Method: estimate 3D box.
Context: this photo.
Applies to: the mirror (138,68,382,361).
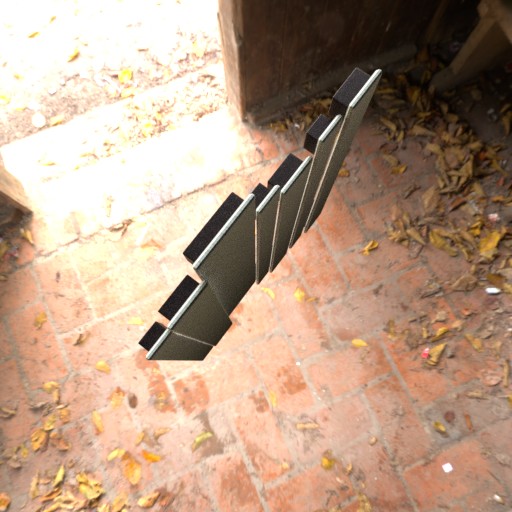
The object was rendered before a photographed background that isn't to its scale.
[{"bbox_3d":[0.000,0.000,0.793,0.058,0.611,0.445,36,79,8],"label":"mirror"}]
